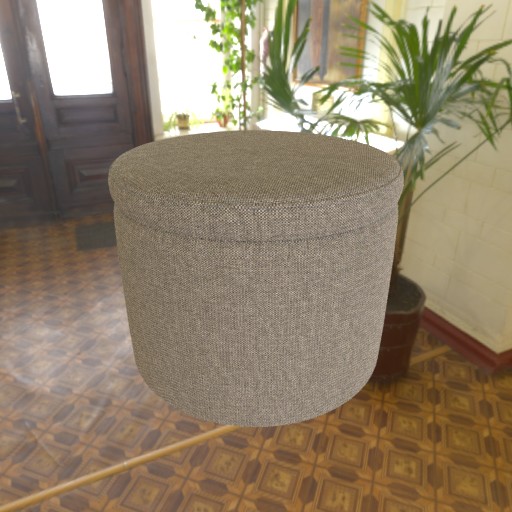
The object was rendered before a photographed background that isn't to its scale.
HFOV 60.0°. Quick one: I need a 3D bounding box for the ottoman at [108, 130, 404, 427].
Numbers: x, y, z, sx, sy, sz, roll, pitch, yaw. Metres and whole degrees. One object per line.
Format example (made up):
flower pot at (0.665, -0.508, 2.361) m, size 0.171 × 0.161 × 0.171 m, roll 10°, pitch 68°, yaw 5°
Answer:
ottoman at (0.000, 0.000, 0.885) m, size 0.520 × 0.430 × 0.520 m, roll 0°, pitch 26°, yaw 0°
